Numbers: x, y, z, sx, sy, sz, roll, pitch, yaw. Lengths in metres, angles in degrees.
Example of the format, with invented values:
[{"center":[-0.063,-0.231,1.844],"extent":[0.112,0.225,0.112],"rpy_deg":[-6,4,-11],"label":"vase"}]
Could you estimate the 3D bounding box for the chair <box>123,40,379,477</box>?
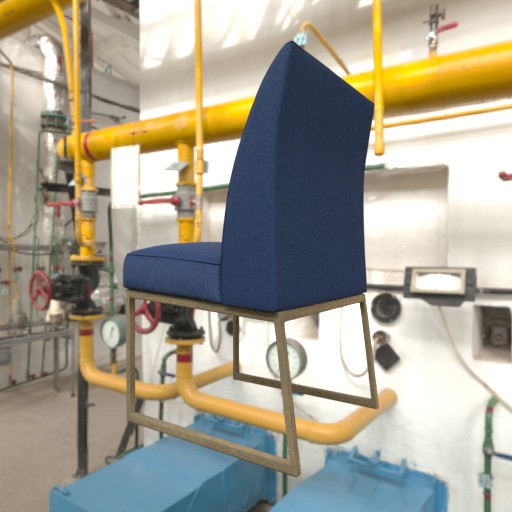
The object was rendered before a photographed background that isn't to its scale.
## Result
[{"center":[0.000,0.000,1.208],"extent":[0.522,0.863,0.508],"rpy_deg":[1,1,35],"label":"chair"}]
